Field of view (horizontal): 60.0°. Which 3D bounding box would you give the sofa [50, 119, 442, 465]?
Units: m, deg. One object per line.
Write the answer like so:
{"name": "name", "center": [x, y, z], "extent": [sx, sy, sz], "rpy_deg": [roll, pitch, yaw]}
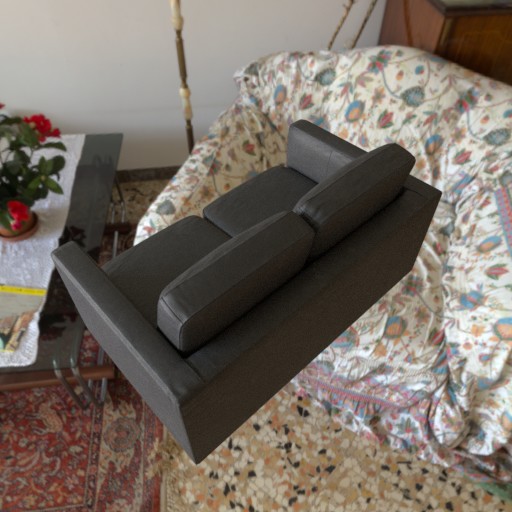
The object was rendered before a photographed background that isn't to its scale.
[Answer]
{"name": "sofa", "center": [0.000, 0.000, 1.998], "extent": [1.430, 0.899, 0.879], "rpy_deg": [-35, 56, -27]}
